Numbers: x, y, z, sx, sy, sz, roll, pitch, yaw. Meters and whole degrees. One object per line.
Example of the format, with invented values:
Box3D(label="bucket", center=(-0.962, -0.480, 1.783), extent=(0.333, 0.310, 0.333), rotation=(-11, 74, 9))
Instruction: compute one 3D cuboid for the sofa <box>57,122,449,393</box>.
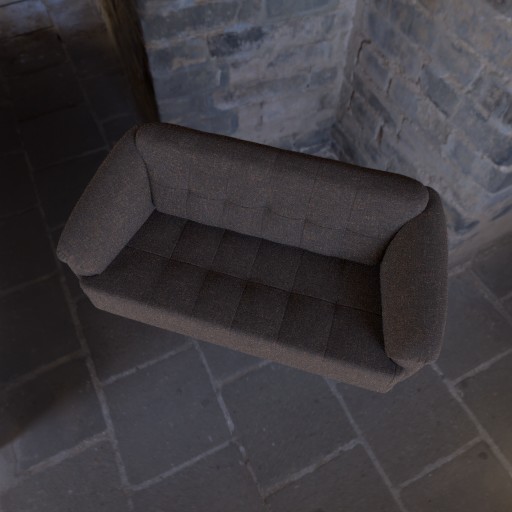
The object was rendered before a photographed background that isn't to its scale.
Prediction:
Box3D(label="sofa", center=(0.000, 0.000, 2.324), extent=(1.849, 0.790, 0.887), rotation=(15, 60, 9))
